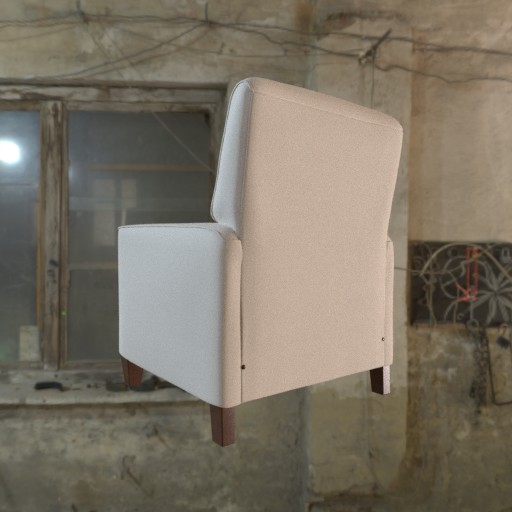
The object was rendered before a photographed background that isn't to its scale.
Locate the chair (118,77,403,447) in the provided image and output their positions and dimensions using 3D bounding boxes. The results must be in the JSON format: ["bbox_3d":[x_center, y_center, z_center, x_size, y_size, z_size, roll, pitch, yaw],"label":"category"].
[{"bbox_3d":[0.000,0.000,1.696,0.841,1.028,0.858,-1,1,-37],"label":"chair"}]
